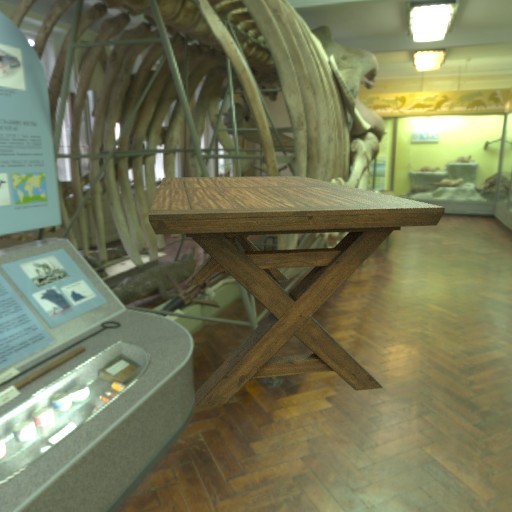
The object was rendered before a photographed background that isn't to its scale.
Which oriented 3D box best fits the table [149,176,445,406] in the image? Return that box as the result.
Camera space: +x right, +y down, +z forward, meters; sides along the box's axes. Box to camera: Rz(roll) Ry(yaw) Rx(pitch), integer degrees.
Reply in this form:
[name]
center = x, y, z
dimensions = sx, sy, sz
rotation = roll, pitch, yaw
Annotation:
[table]
center = 0.000, 0.000, 2.583
dimensions = 1.071, 0.793, 1.966
rotation = -2, 14, -10
